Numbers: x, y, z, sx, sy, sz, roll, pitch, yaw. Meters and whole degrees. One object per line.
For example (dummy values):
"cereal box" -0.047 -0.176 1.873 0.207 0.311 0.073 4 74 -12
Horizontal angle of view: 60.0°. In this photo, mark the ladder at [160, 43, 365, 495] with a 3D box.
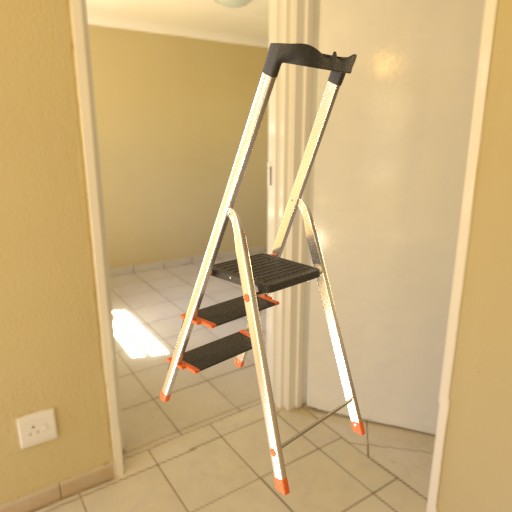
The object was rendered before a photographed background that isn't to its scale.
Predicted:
"ladder" 0.000 0.000 1.499 0.416 1.229 0.686 -14 20 -41
